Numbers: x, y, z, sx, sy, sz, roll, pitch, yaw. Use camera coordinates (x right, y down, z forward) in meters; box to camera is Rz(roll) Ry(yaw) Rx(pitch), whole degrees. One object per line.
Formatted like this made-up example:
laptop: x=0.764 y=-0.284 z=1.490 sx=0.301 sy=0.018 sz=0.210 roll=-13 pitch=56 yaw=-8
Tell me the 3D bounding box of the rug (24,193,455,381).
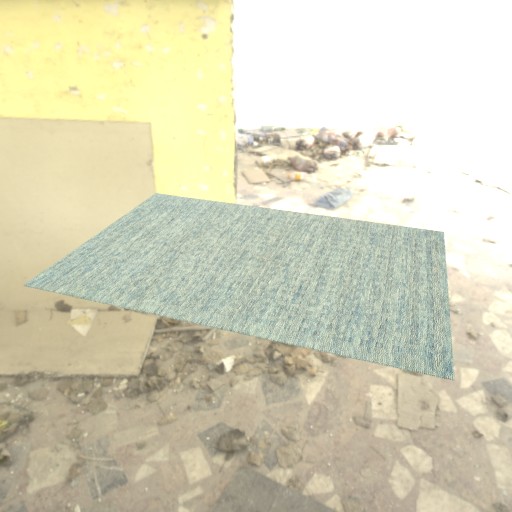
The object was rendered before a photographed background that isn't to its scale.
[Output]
rug: x=0.000 y=0.000 z=2.160 sx=1.752 sy=0.006 sz=1.142 roll=9 pitch=31 yaw=16
